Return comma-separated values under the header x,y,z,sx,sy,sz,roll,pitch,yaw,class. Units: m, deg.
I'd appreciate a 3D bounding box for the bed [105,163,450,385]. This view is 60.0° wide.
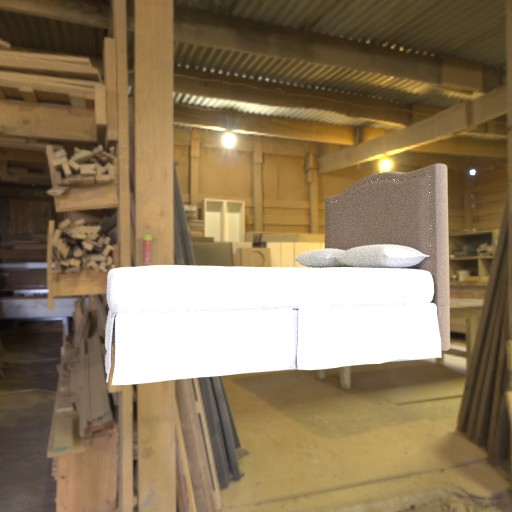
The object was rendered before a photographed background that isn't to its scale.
x,y,z,sx,sy,sz,roll,pitch,yaw,class
0.000,0.000,3.542,2.282,1.436,1.821,0,-1,-18,bed
